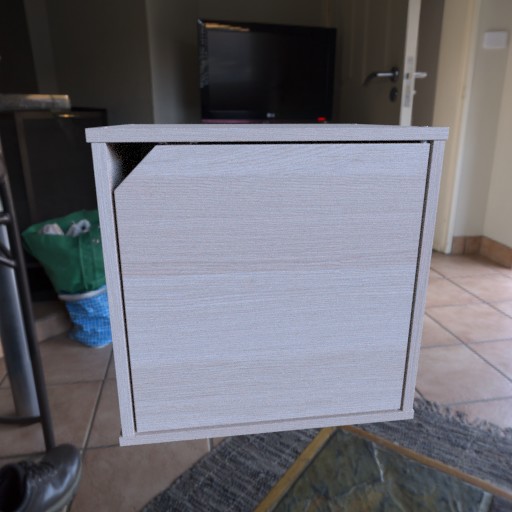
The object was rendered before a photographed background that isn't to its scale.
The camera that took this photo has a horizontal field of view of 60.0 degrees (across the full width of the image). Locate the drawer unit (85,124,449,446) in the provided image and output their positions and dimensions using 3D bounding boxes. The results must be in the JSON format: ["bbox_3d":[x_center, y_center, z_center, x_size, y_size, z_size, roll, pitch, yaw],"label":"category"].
[{"bbox_3d":[0.000,0.000,0.607,0.349,0.344,0.290,-2,17,-8],"label":"drawer unit"}]
